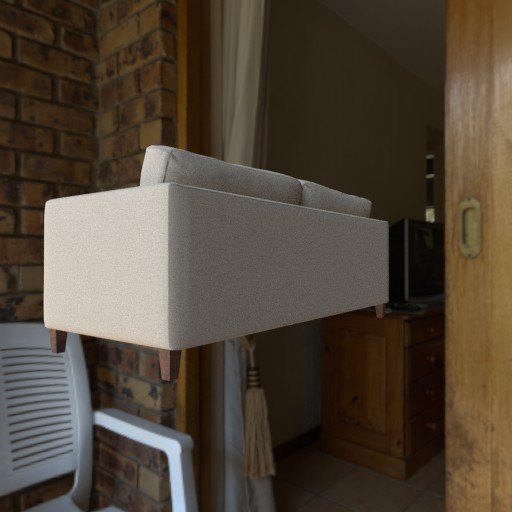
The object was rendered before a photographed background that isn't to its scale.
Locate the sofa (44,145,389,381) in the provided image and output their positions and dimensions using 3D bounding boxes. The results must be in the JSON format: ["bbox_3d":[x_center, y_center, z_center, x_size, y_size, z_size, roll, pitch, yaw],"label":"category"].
[{"bbox_3d":[0.000,0.000,2.877,0.951,0.968,2.361,0,0,36],"label":"sofa"}]
